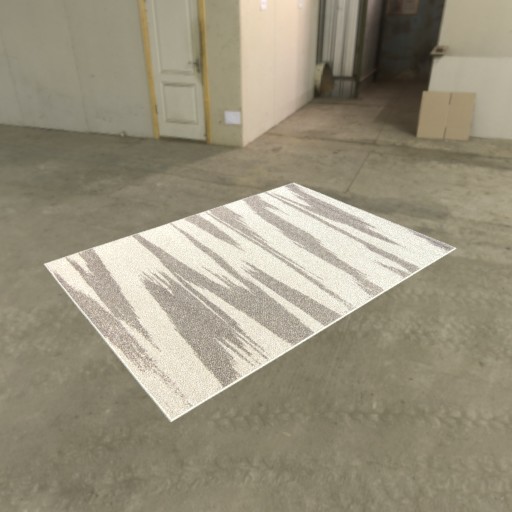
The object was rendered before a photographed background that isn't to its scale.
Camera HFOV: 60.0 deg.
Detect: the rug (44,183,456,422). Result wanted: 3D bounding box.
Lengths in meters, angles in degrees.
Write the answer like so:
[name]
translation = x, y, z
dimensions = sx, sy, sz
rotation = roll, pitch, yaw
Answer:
[rug]
translation = 0.000, 0.000, 2.812
dimensions = 2.142, 0.010, 1.533
rotation = -23, 37, -34
